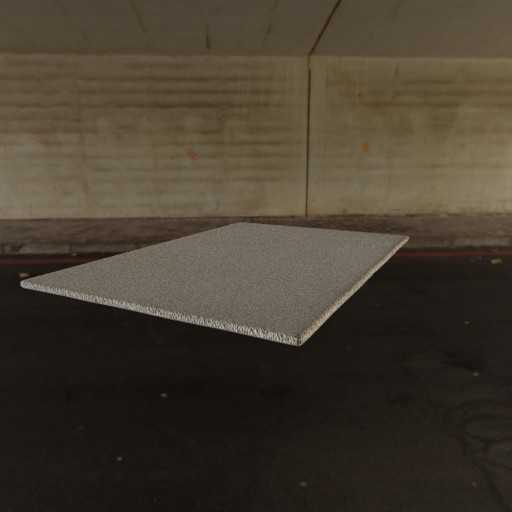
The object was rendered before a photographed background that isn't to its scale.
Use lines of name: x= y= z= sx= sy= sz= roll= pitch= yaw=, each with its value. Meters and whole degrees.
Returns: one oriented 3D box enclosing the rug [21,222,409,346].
rug: x=0.000 y=0.000 z=2.271 sx=1.219 sy=0.030 sz=1.778 roll=7 pitch=15 yaw=27
